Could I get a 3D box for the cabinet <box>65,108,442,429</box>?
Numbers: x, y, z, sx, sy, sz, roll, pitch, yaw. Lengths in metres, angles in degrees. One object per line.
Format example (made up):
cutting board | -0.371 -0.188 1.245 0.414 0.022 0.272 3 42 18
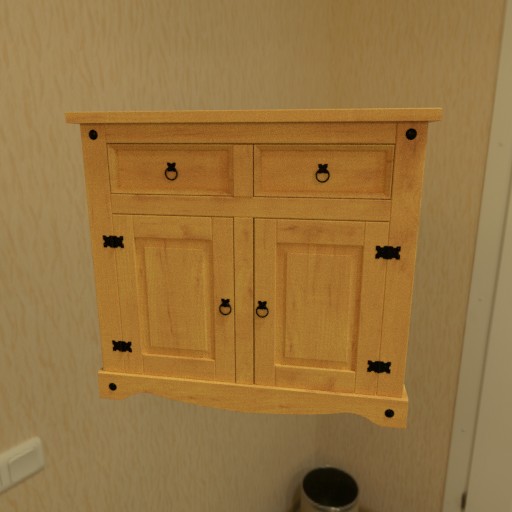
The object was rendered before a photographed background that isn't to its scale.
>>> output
cabinet | 0.000 0.000 1.384 0.920 0.840 0.450 2 15 9
